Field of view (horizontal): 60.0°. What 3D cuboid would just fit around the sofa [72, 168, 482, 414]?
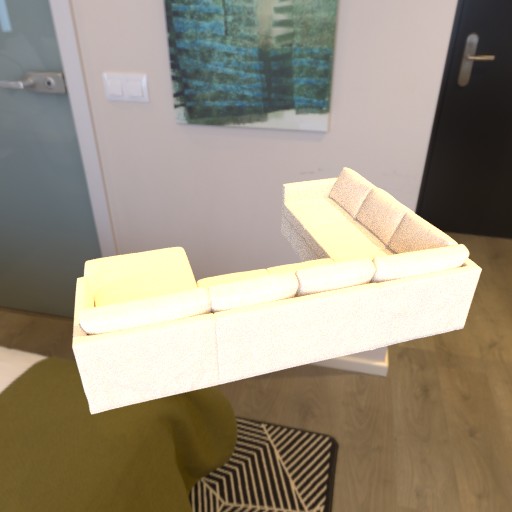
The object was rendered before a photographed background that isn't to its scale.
[{"bbox_3d":[0.000,0.000,4.598,3.460,0.882,2.427,-9,32,-15],"label":"sofa"}]
